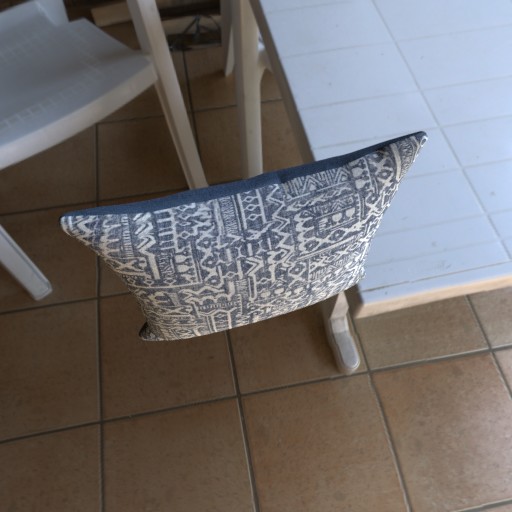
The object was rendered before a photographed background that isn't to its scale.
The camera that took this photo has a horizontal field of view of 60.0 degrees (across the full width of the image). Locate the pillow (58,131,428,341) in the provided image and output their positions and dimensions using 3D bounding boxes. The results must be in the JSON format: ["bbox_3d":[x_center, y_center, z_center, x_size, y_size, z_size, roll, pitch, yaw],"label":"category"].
[{"bbox_3d":[0.000,0.000,0.826,0.546,0.487,0.180,-15,62,-8],"label":"pillow"}]
